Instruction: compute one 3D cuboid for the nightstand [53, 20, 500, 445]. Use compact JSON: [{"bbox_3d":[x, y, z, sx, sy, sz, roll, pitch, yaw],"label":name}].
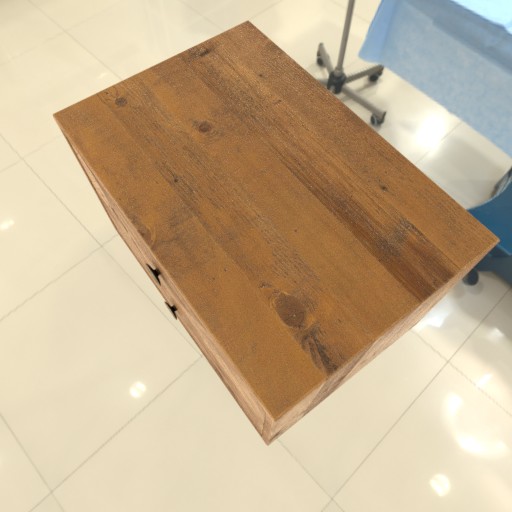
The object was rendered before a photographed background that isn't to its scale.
[{"bbox_3d":[0.000,0.000,1.000,0.450,0.599,0.650,-34,68,-16],"label":"nightstand"}]
